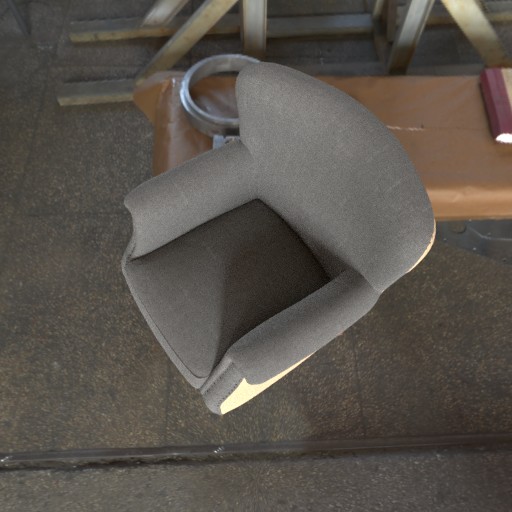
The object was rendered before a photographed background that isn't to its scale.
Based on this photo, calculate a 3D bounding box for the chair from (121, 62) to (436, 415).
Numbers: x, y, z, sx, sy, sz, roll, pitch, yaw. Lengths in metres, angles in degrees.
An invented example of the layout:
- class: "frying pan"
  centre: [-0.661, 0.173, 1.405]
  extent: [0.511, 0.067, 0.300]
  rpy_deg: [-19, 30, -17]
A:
- class: "chair"
  centre: [0.000, 0.000, 1.652]
  extent: [0.921, 0.936, 0.861]
  rpy_deg: [-32, 68, -15]
